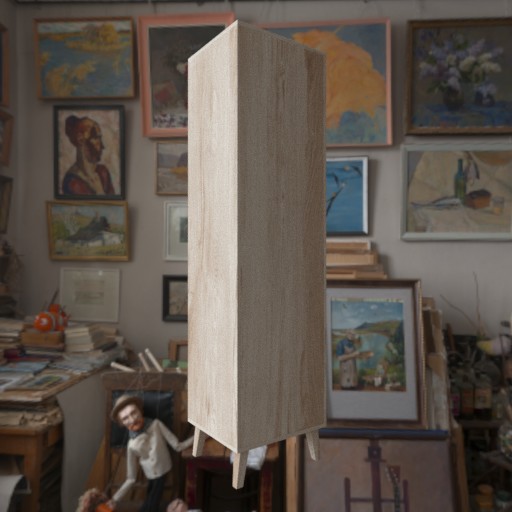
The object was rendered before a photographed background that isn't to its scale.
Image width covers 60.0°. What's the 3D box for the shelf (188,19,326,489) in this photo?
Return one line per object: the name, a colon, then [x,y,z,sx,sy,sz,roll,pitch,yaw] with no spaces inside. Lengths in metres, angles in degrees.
shelf: [0.000,0.000,2.166,0.510,1.960,0.450,0,0,-35]
